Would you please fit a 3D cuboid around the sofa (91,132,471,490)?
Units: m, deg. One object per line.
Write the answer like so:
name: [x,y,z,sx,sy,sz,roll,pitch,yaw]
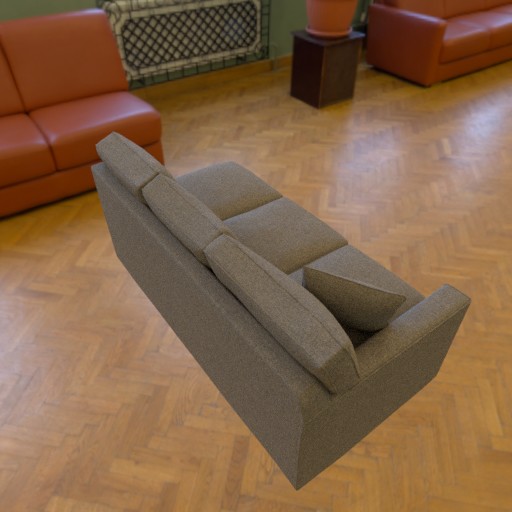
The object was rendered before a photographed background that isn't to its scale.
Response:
sofa: [0.000,0.000,2.465,1.034,0.946,1.963,-26,47,-27]
